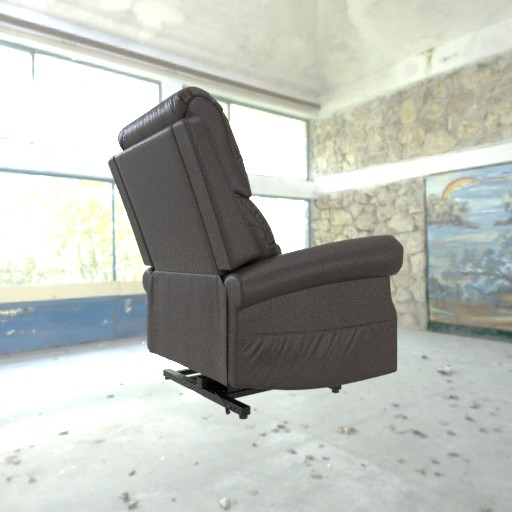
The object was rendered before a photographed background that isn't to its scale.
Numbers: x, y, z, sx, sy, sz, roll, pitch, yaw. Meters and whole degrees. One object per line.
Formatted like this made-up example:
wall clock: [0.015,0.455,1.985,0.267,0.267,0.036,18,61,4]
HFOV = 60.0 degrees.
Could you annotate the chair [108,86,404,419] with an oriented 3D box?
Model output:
chair: [0.000,0.000,1.780,0.978,1.028,0.869,0,0,-36]
